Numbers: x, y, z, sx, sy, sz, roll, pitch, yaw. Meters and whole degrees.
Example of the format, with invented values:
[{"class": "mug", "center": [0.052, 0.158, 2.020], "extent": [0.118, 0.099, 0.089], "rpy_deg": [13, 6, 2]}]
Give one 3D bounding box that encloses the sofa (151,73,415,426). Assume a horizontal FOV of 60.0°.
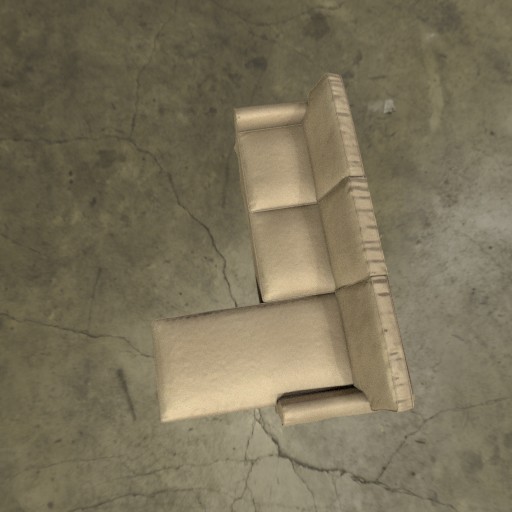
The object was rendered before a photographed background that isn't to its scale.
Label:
[{"class": "sofa", "center": [0.000, 0.000, 3.391], "extent": [1.733, 0.978, 2.475], "rpy_deg": [-8, 76, -2]}]
